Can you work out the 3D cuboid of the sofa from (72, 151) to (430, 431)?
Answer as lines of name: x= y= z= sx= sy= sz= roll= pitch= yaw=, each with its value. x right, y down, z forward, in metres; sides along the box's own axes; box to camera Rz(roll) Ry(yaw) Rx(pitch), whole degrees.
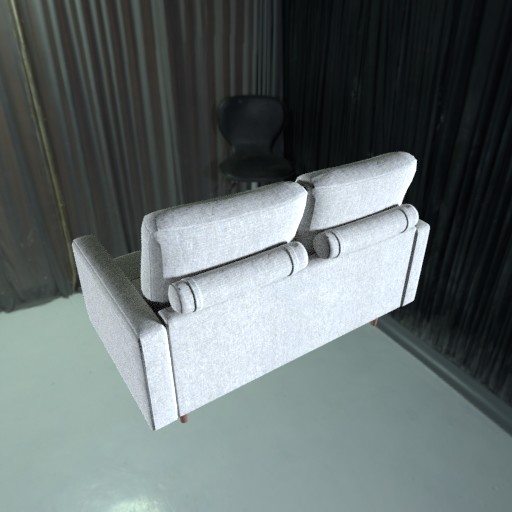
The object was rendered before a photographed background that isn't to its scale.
sofa: x=0.000 y=0.000 z=2.017 sx=1.407 sy=0.907 sz=0.842 roll=-19 pitch=35 yaw=-29
